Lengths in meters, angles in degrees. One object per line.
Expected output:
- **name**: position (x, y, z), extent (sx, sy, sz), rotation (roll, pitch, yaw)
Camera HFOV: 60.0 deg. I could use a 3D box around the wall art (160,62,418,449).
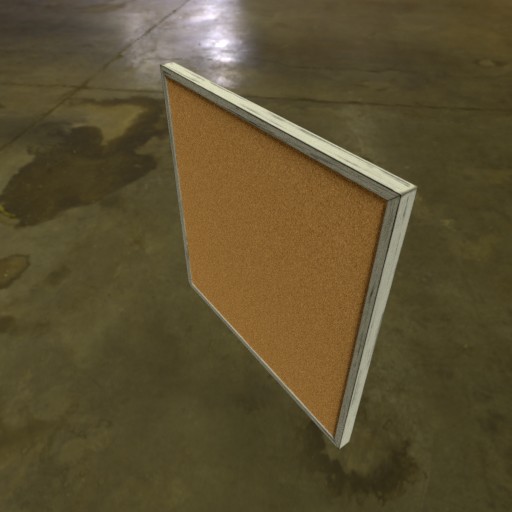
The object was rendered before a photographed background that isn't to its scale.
- **wall art**: position (0.000, 0.000, 1.131), extent (0.037, 0.761, 0.761), rotation (-25, 46, -27)
